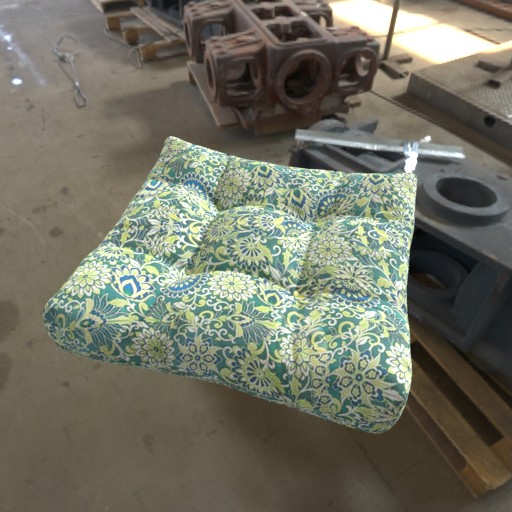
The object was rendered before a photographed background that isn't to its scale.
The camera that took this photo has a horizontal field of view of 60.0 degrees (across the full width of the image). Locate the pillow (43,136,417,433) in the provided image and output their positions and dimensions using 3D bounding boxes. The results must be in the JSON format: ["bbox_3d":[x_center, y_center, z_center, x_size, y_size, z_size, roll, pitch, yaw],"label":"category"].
[{"bbox_3d":[0.000,0.000,0.717,0.490,0.128,0.468,11,47,10],"label":"pillow"}]
